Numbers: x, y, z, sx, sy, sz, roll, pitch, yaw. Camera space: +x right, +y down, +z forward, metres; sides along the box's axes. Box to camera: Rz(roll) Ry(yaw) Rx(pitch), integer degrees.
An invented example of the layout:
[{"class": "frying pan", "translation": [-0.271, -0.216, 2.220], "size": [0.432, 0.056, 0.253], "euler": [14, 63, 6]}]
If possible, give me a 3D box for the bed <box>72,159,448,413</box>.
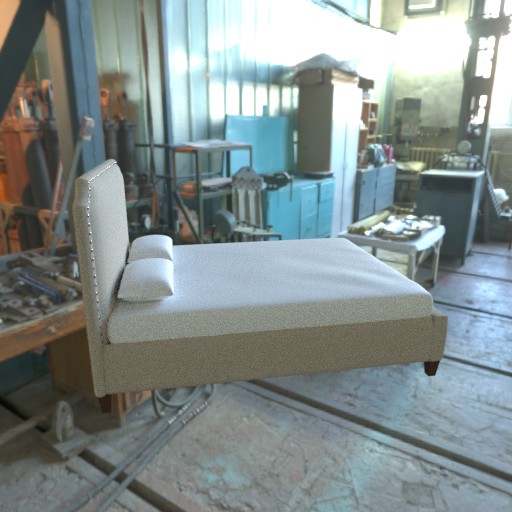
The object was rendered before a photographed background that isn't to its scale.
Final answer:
[{"class": "bed", "translation": [0.000, 0.000, 3.521], "size": [2.372, 1.443, 1.713], "euler": [-3, 17, -10]}]
